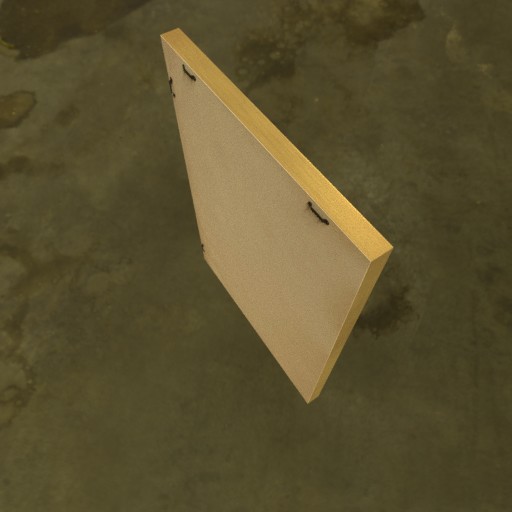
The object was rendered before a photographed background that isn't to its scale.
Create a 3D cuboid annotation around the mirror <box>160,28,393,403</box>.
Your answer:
[{"bbox_3d":[0.000,0.000,0.913,0.039,0.710,0.507,-30,64,-17],"label":"mirror"}]
